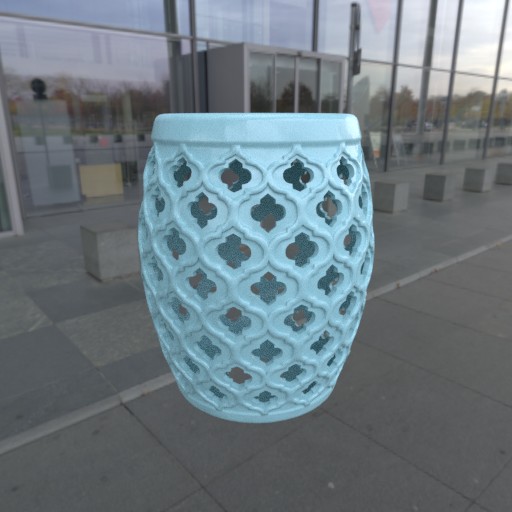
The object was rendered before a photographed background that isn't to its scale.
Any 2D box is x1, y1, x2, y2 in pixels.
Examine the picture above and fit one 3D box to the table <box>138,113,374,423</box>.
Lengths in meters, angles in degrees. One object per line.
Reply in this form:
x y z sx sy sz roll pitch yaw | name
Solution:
0.000 0.000 0.637 0.325 0.388 0.325 0 17 0 | table
